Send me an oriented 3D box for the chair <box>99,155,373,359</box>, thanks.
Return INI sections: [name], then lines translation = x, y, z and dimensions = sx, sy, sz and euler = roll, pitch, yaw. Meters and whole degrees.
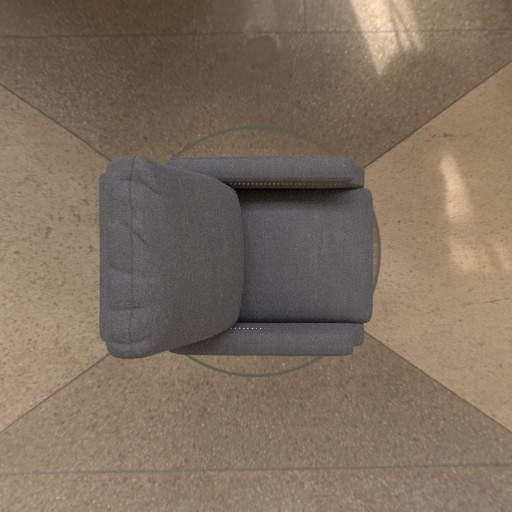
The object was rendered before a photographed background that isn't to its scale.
[chair]
translation = 0.000, 0.000, 1.664
dimensions = 0.922, 1.049, 0.710
euler = 0, 91, 0
